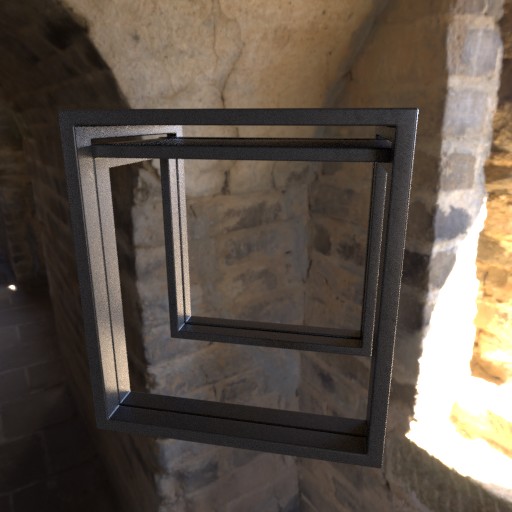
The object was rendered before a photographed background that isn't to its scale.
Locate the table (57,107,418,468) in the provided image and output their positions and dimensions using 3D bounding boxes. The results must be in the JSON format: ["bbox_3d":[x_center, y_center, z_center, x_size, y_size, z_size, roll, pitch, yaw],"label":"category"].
[{"bbox_3d":[0.000,0.000,0.885,0.500,0.550,0.449,3,17,11],"label":"table"}]
